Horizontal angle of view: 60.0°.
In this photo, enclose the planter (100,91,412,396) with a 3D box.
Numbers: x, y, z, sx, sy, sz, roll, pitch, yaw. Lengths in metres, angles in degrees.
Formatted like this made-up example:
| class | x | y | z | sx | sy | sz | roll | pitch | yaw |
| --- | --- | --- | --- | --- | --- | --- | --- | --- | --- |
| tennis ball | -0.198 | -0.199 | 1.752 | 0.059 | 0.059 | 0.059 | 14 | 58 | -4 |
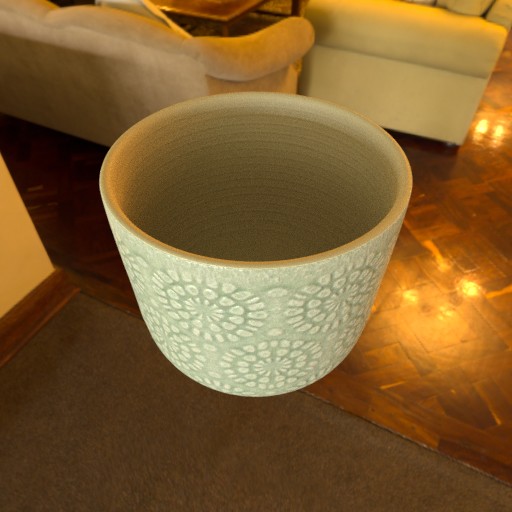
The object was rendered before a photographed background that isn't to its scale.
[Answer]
| class | x | y | z | sx | sy | sz | roll | pitch | yaw |
| --- | --- | --- | --- | --- | --- | --- | --- | --- | --- |
| planter | 0.000 | 0.000 | 0.299 | 0.169 | 0.153 | 0.169 | 0 | 45 | 0 |
